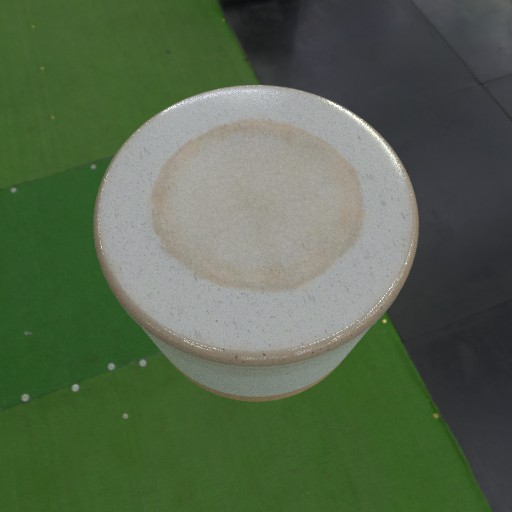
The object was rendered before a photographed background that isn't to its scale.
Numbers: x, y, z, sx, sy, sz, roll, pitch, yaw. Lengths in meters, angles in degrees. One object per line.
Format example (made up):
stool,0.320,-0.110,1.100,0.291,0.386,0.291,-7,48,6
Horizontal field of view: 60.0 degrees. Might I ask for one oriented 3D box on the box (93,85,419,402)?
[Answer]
box,0.000,0.000,0.262,0.154,0.123,0.154,0,64,0
